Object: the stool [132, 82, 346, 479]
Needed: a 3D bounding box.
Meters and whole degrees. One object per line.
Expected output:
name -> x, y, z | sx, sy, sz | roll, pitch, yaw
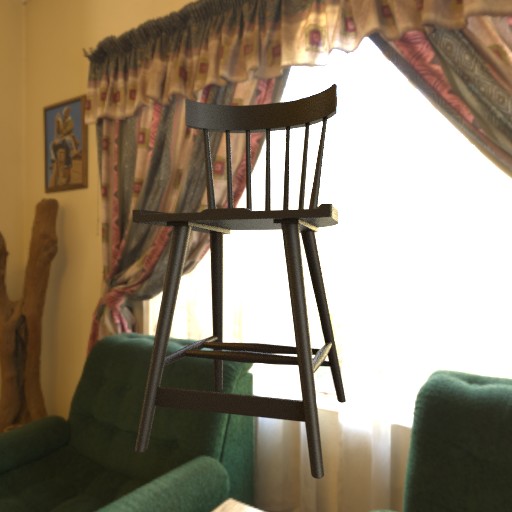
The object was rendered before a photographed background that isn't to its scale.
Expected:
stool -> 0.000, 0.000, 1.273 | 0.494, 0.953, 0.549 | 0, 0, 17
